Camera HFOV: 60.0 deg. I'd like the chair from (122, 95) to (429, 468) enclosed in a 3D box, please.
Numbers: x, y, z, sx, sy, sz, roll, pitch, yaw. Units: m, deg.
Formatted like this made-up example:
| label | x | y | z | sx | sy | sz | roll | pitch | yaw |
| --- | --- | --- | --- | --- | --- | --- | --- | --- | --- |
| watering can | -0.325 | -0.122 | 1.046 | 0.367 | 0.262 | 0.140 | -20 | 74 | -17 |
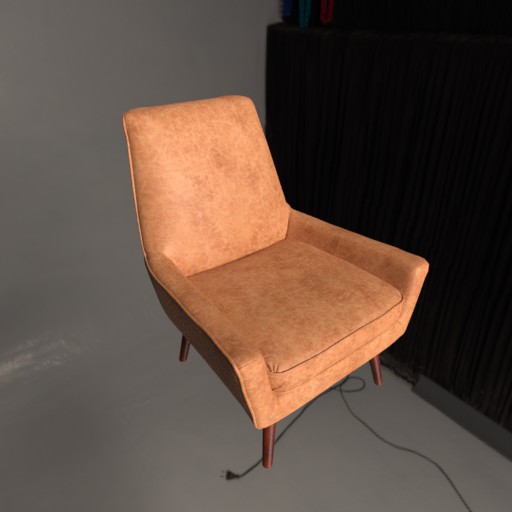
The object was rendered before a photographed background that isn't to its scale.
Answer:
| label | x | y | z | sx | sy | sz | roll | pitch | yaw |
| --- | --- | --- | --- | --- | --- | --- | --- | --- | --- |
| chair | 0.000 | 0.000 | 1.466 | 0.753 | 0.883 | 0.851 | -22 | 36 | -33 |
